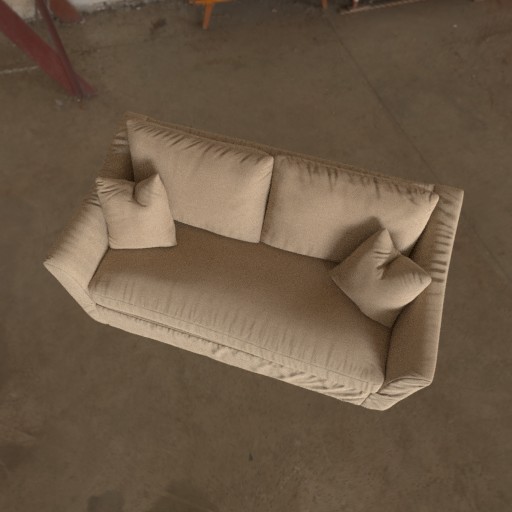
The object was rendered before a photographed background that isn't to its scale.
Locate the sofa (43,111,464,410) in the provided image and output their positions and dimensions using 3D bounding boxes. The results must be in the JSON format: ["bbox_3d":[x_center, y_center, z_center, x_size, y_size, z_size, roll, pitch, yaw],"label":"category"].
[{"bbox_3d":[0.000,0.000,2.551,2.010,1.018,1.072,16,60,9],"label":"sofa"}]
